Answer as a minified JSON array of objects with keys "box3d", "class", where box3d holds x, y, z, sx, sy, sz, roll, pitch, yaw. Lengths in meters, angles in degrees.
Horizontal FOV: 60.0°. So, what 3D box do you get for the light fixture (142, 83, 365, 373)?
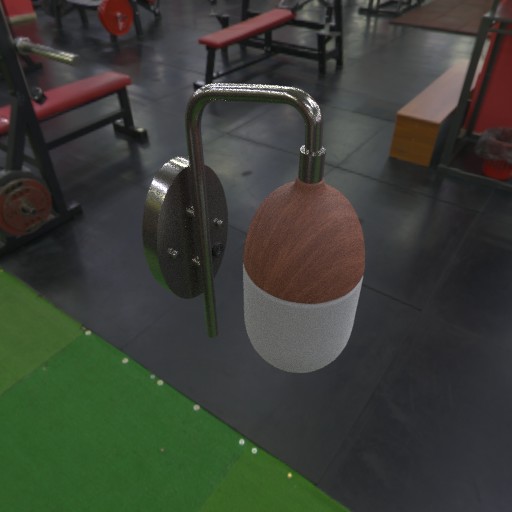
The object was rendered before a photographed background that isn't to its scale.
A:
[{"box3d":[0.000,0.000,0.437,0.216,0.343,0.108,27,47,29],"class":"light fixture"}]
